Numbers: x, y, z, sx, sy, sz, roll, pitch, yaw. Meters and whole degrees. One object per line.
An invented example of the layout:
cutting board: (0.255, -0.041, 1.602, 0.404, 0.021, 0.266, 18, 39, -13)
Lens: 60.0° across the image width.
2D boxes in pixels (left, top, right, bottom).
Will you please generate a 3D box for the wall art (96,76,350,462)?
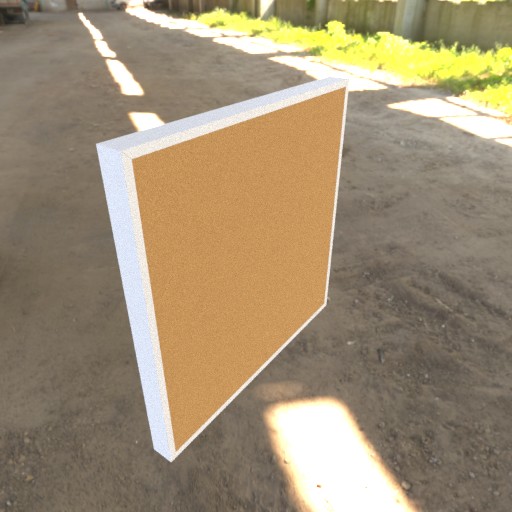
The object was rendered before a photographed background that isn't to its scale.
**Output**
wall art: (0.000, 0.000, 0.455, 0.024, 0.304, 0.304, 21, 37, 31)
